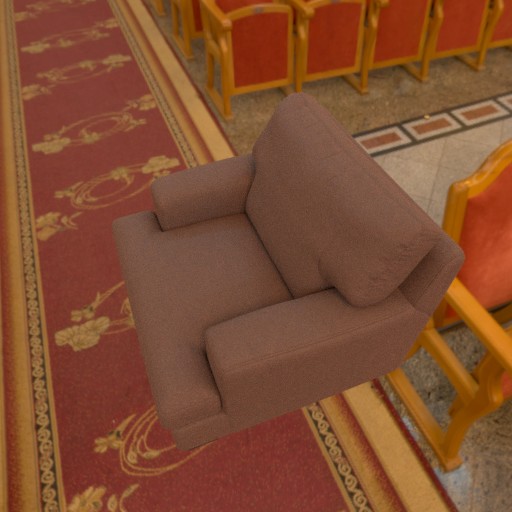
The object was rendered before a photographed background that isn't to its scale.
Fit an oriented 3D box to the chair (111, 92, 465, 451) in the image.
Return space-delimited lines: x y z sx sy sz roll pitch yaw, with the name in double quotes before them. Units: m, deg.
"chair" 0.000 0.000 1.951 1.143 0.940 1.168 -16 50 -14
